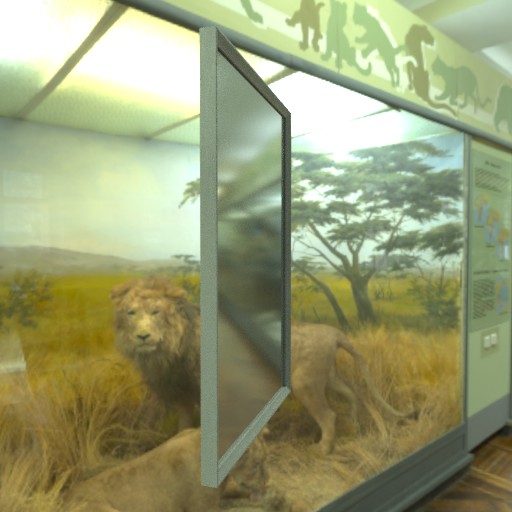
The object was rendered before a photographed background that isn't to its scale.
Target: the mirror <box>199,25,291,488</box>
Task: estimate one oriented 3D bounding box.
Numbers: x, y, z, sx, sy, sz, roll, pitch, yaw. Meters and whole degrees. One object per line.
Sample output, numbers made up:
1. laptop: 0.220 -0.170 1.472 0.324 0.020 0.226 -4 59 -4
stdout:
1. mirror: 0.000 0.000 1.170 0.041 0.915 0.609 1 2 18
